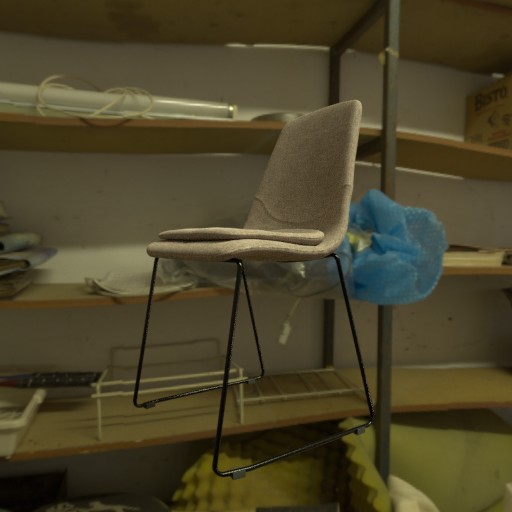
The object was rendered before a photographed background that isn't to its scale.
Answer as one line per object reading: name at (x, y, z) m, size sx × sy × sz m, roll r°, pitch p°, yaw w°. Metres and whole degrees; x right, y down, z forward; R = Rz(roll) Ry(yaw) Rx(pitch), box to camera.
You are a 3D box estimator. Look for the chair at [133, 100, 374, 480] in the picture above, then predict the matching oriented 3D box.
chair at (0.000, 0.000, 1.173) m, size 0.518 × 0.858 × 0.479 m, roll -2°, pitch 3°, yaw -36°
